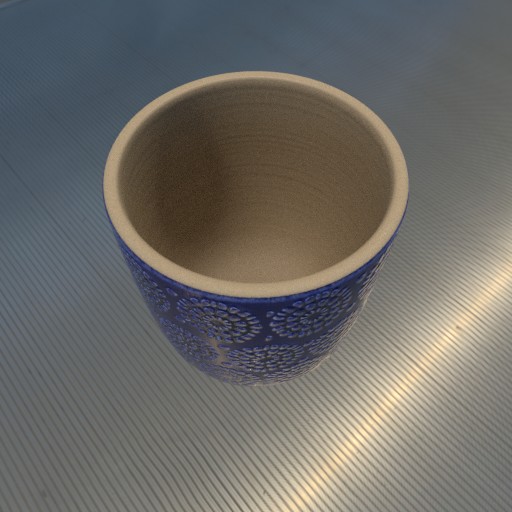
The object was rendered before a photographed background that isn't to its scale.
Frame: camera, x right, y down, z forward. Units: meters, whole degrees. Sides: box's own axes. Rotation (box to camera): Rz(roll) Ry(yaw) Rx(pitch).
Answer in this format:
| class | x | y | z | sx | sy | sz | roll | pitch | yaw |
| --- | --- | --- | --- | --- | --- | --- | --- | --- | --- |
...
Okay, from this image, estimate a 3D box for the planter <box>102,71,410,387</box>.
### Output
| class | x | y | z | sx | sy | sz | roll | pitch | yaw |
| --- | --- | --- | --- | --- | --- | --- | --- | --- | --- |
| planter | 0.000 | 0.000 | 0.350 | 0.184 | 0.206 | 0.184 | 0 | 57 | 0 |
